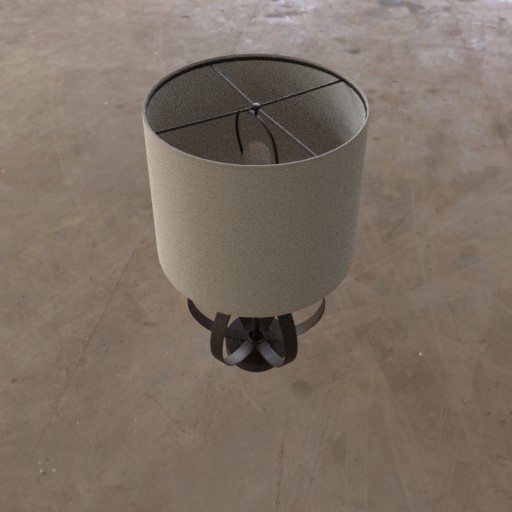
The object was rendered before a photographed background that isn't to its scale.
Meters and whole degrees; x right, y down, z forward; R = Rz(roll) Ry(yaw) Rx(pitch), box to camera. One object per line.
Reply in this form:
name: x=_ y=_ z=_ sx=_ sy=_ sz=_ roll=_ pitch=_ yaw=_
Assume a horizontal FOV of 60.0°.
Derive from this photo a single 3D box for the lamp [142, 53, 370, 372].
lamp: x=0.000 y=0.000 z=0.682 sx=0.286 sy=0.510 sz=0.286 roll=0 pitch=47 yaw=0
